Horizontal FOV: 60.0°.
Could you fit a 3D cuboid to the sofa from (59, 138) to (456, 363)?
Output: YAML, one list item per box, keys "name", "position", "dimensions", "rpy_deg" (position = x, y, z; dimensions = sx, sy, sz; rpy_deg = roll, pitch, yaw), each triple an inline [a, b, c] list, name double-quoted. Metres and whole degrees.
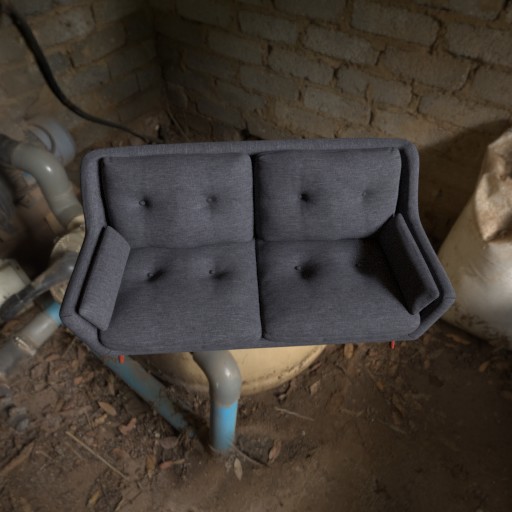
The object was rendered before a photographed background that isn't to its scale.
- name: "sofa"
  position: [0.000, 0.000, 2.476]
  dimensions: [1.929, 0.896, 0.975]
  rpy_deg: [-3, 48, -2]
